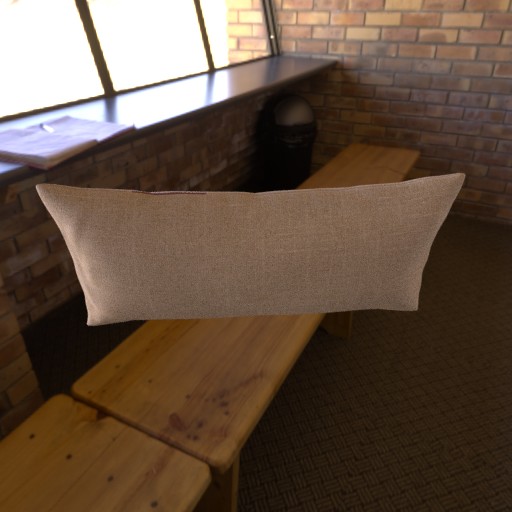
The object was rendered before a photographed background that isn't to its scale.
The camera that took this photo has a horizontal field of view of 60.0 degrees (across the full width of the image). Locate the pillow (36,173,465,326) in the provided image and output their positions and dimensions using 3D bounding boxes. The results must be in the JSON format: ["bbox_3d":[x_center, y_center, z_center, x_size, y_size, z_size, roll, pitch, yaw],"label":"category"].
[{"bbox_3d":[0.000,0.000,0.722,0.612,0.282,0.155,-2,30,-4],"label":"pillow"}]
